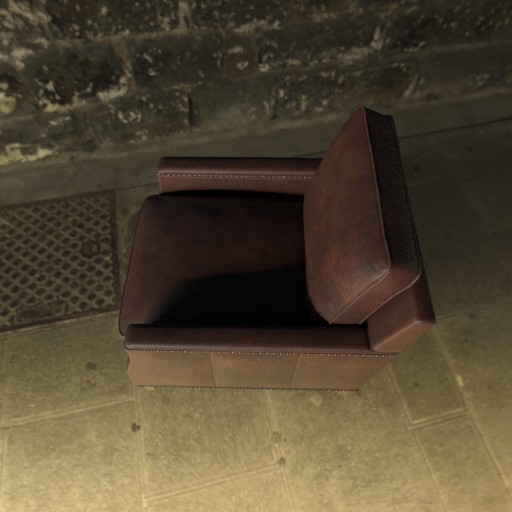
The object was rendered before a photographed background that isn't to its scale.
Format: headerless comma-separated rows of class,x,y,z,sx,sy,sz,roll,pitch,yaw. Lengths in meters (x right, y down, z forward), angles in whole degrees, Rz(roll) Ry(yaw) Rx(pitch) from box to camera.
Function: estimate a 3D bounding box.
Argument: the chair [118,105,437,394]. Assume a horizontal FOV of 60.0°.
chair,0.000,0.000,1.722,1.014,0.929,0.853,1,58,1
